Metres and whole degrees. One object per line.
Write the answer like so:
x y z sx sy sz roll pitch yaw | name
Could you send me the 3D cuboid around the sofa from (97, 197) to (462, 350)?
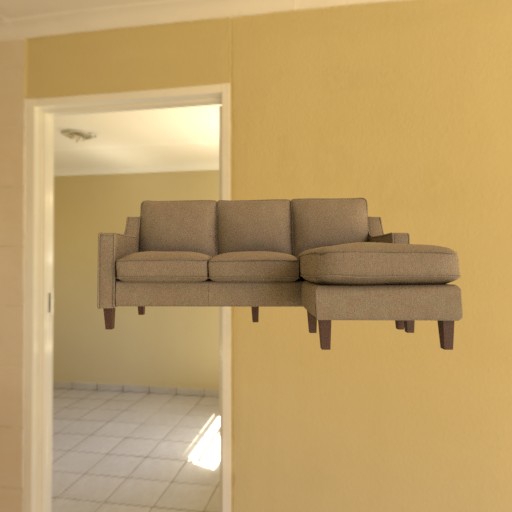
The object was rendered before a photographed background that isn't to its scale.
0.000 0.000 3.337 2.317 1.081 1.858 0 -1 0 | sofa
